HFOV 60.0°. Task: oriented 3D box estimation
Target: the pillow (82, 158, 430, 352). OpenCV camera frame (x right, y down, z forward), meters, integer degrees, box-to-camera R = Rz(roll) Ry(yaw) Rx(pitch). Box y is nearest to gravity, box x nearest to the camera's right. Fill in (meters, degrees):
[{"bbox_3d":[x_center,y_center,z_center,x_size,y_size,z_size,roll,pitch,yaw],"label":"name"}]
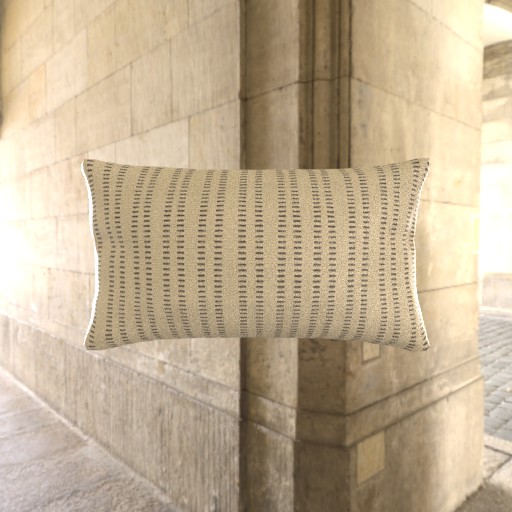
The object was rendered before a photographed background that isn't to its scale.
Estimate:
[{"bbox_3d":[0.000,0.000,0.803,0.640,0.353,0.210,0,2,1],"label":"pillow"}]
